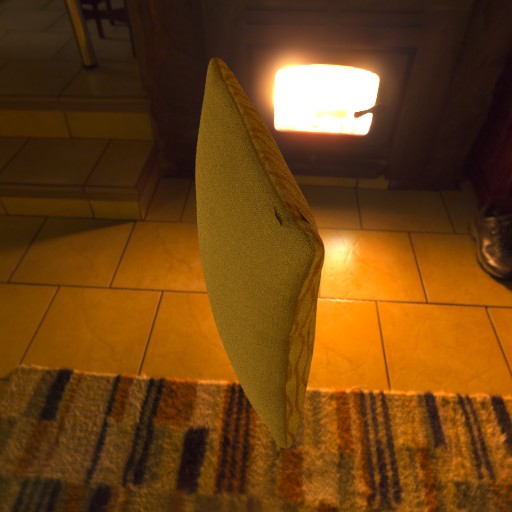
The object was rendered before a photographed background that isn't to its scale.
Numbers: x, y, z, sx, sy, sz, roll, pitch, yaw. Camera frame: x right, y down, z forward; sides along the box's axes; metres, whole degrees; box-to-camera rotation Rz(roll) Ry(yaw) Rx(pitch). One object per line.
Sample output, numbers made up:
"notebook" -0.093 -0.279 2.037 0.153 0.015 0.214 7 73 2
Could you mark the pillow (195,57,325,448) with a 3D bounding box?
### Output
"pillow" 0.000 0.000 0.667 0.159 0.436 0.429 -12 46 -11
